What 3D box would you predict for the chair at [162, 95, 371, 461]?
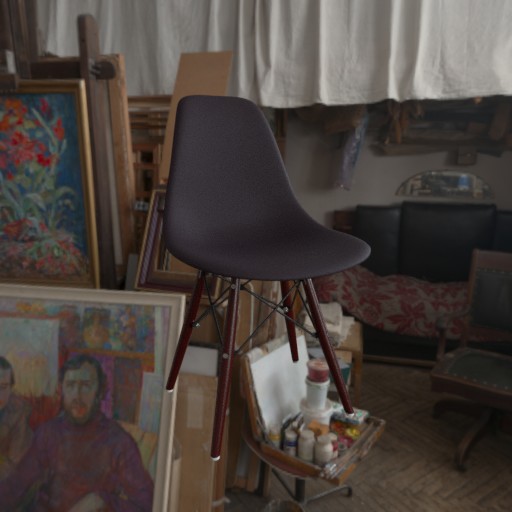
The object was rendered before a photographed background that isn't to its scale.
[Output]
[{"bbox_3d":[0.000,0.000,1.140,0.470,0.826,0.533,-7,16,-26],"label":"chair"}]
